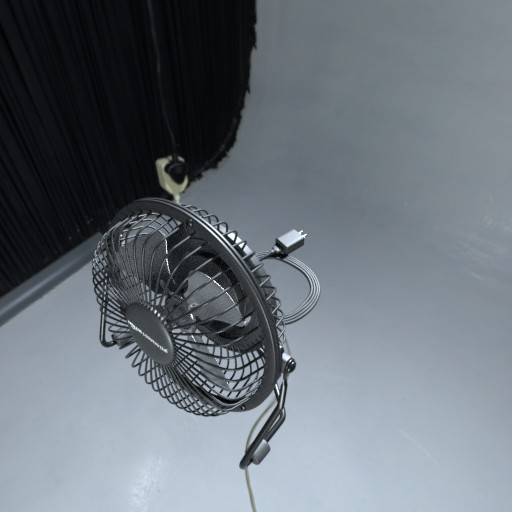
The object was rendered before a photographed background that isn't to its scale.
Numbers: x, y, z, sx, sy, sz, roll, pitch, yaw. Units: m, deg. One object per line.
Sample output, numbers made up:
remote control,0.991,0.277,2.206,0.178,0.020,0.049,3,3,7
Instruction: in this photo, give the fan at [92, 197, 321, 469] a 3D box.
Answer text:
fan,0.000,0.000,0.300,0.153,0.152,0.202,31,55,26
